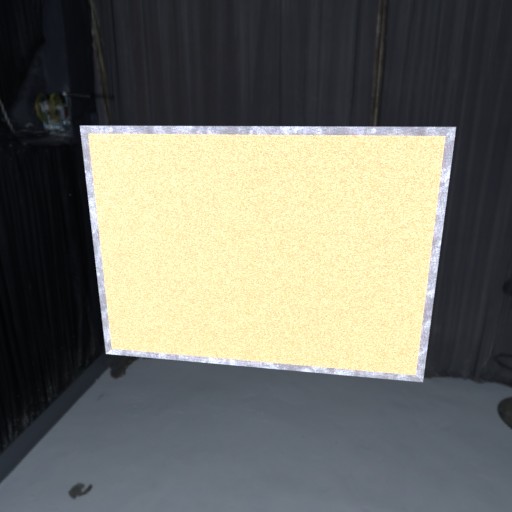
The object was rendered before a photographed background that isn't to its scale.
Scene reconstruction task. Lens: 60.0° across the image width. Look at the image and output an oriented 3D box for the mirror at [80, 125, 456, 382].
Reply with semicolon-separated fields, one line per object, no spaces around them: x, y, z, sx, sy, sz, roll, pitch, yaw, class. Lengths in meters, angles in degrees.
0.000;0.000;1.414;1.101;0.795;0.022;3;18;9;mirror
